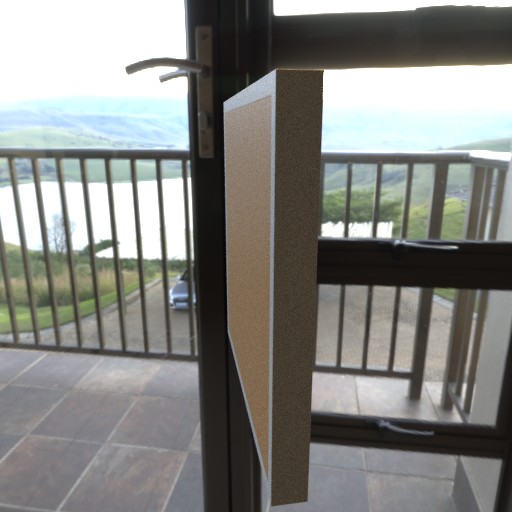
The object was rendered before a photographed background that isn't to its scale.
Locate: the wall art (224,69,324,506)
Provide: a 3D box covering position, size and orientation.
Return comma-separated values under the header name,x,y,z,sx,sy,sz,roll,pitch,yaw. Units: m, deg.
name,x,y,z,sx,sy,sz,roll,pitch,yaw
wall art,0.000,0.000,0.584,0.038,0.406,0.406,-3,16,-9
